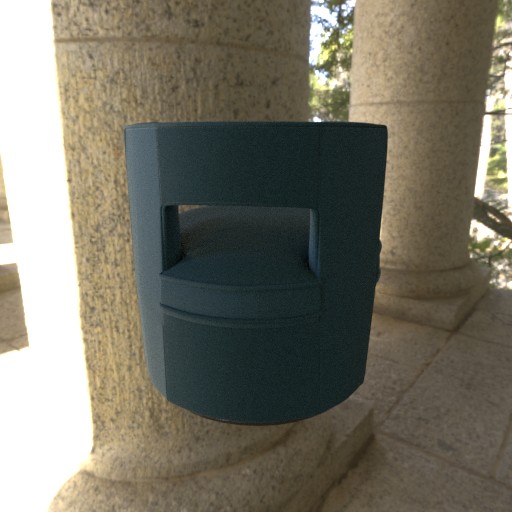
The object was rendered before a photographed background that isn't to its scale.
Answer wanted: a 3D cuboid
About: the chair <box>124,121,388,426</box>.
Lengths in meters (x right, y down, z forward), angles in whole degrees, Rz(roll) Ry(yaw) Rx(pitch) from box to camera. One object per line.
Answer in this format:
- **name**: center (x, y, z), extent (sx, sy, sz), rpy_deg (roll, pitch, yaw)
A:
- **chair**: center (0.000, 0.000, 1.249), extent (0.684, 0.711, 0.660), rpy_deg (2, 15, 8)
